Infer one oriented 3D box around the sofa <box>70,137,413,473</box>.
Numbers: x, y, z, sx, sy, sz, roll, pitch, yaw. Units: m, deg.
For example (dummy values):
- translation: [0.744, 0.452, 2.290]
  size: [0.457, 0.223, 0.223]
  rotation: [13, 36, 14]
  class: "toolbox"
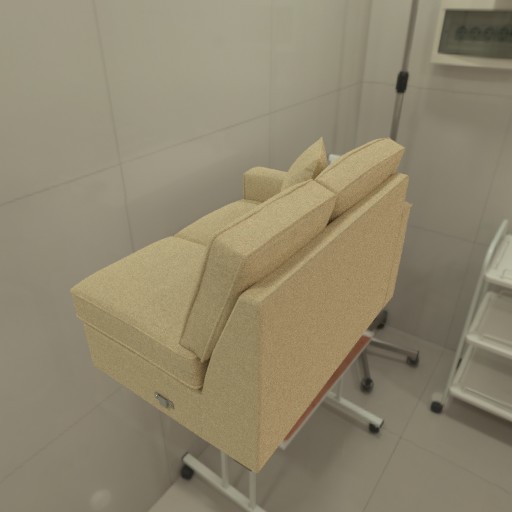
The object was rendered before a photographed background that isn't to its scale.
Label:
- translation: [0.000, 0.000, 2.086]
  size: [0.991, 0.989, 1.388]
  rotation: [20, 36, 30]
  class: "sofa"
